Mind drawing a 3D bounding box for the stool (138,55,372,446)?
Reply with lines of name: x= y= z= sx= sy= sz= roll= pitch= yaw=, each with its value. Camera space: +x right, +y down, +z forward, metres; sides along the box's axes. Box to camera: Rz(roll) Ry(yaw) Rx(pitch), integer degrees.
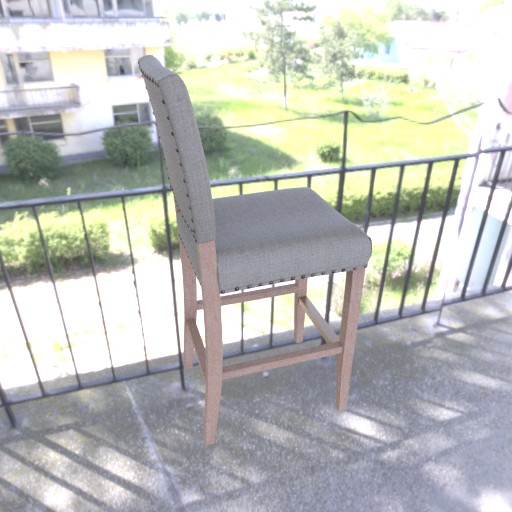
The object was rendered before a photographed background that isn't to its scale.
stool: x=0.000 y=0.000 z=1.440 sx=0.585 sy=1.173 sz=0.445 roll=-9 pitch=31 yaw=-16
